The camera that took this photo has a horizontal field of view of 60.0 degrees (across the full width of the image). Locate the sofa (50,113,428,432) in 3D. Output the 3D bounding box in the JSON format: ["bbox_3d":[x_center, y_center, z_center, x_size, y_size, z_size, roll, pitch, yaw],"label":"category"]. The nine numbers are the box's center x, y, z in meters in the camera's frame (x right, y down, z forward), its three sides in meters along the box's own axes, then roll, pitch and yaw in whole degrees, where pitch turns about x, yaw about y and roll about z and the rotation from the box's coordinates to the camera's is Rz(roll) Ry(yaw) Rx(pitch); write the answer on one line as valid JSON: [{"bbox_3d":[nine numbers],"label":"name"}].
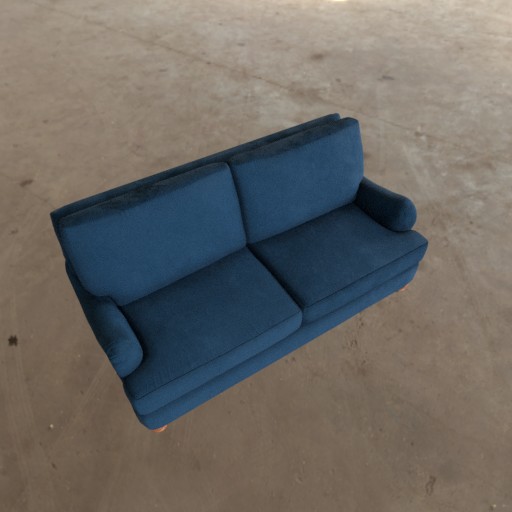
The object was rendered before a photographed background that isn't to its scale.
[{"bbox_3d":[0.000,0.000,2.841,2.141,1.101,1.084,-25,51,-22],"label":"sofa"}]
